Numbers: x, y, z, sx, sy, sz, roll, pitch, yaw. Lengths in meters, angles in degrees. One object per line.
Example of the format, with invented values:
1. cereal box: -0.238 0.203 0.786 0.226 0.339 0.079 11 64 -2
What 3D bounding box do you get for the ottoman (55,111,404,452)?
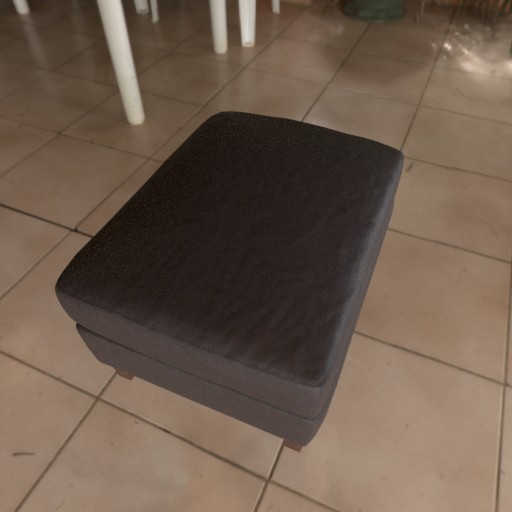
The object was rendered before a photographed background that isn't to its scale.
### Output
1. ottoman: 0.000 0.000 1.293 0.659 0.529 0.887 17 49 15
